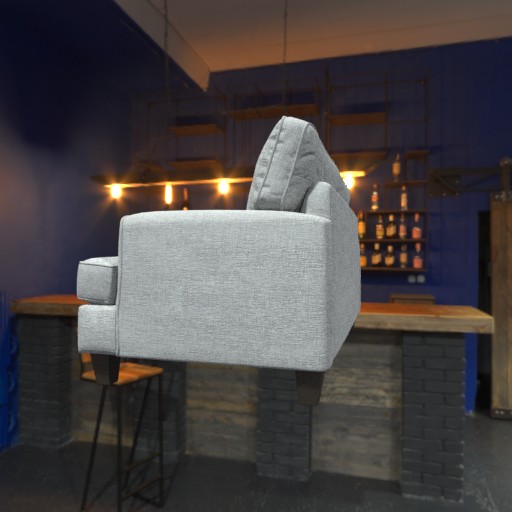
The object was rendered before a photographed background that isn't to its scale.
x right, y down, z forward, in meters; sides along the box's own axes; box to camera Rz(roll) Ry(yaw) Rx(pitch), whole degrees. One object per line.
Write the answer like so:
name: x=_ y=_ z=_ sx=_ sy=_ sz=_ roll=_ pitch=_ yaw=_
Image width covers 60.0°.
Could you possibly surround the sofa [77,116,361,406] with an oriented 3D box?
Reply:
sofa: x=0.000 y=0.000 z=2.280 sx=0.965 sy=0.965 sz=1.651 roll=0 pitch=0 yaw=17
